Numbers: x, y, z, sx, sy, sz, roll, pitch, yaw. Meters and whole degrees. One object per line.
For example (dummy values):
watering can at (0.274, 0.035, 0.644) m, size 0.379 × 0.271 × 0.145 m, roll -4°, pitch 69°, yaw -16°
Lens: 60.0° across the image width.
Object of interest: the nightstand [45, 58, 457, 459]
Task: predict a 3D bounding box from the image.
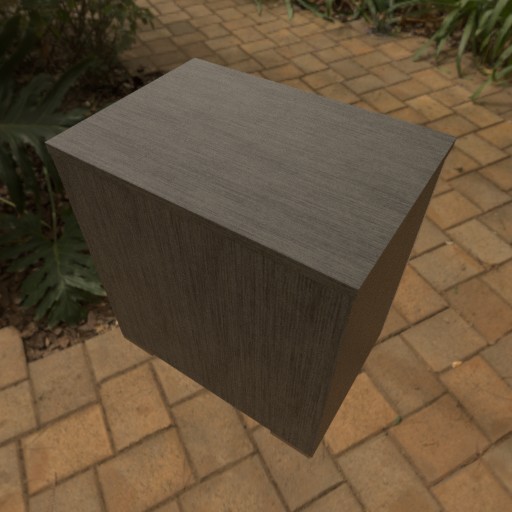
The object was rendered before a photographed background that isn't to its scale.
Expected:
nightstand at (0.000, 0.000, 0.751) m, size 0.441 × 0.460 × 0.325 m, roll 26°, pitch 52°, yaw 22°
